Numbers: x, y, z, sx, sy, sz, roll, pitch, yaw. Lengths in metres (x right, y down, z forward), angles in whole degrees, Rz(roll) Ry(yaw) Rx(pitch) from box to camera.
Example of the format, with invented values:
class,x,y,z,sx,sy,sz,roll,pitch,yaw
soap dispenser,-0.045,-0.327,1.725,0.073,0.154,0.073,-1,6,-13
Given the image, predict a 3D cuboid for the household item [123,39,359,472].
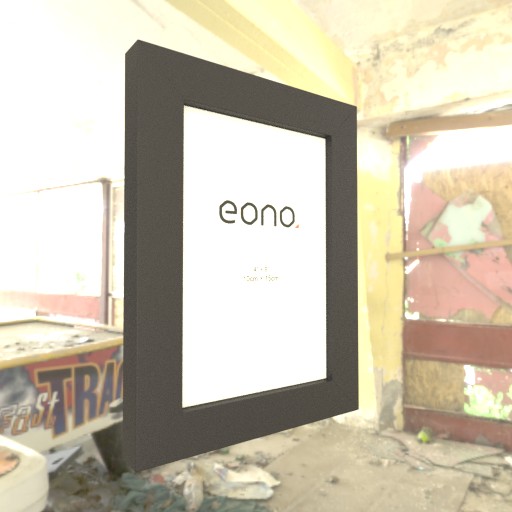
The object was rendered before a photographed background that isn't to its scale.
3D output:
class,x,y,z,sx,sy,sz,roll,pitch,yaw
household item,0.000,0.000,0.228,0.133,0.178,0.022,1,-1,-36
